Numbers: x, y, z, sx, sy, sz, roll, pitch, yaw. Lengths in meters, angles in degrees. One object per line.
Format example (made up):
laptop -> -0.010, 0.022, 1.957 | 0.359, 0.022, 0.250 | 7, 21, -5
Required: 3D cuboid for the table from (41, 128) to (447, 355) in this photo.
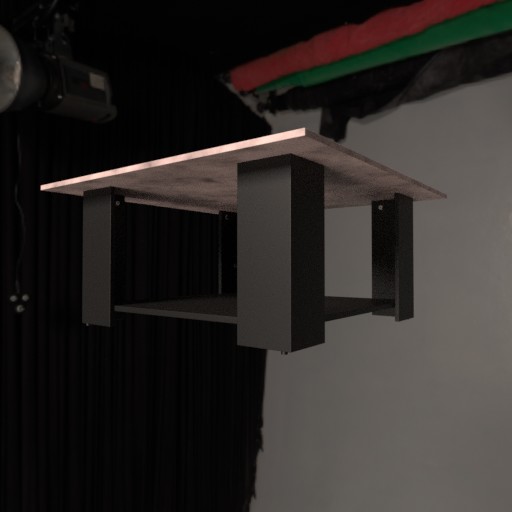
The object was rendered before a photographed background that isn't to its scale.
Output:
table -> 0.000, 0.000, 1.025 | 0.670, 0.305, 0.670 | -1, -2, 38
